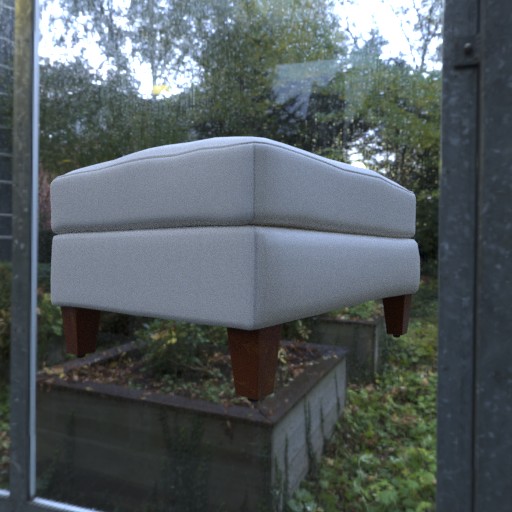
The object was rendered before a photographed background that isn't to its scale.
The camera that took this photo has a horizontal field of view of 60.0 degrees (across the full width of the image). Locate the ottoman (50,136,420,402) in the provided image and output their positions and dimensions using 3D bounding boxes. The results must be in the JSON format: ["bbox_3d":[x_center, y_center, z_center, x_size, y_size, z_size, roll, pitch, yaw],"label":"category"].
[{"bbox_3d":[0.000,0.000,1.172,0.634,0.479,0.818,0,0,37],"label":"ottoman"}]
